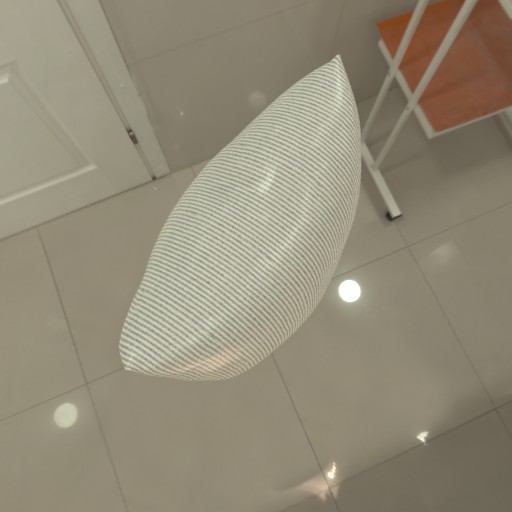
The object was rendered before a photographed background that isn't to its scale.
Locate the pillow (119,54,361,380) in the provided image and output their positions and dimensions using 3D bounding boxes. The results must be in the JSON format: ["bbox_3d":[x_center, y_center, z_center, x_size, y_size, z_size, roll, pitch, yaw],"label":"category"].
[{"bbox_3d":[0.000,0.000,0.694,0.387,0.432,0.310,-23,76,-6],"label":"pillow"}]
